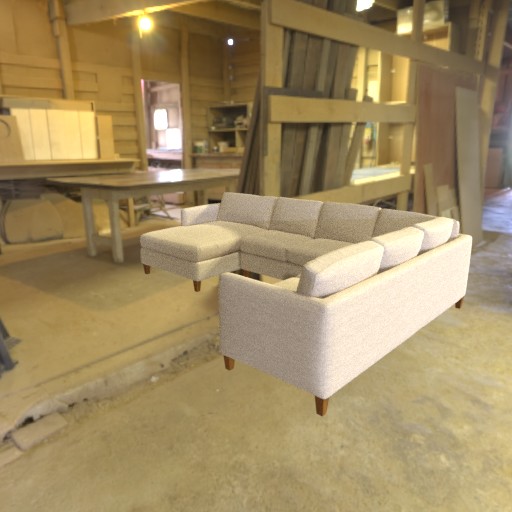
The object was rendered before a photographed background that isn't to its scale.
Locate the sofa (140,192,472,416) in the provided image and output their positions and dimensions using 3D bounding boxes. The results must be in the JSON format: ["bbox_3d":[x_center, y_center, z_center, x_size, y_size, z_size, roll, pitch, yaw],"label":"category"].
[{"bbox_3d":[0.000,0.000,4.607,3.460,0.961,2.594,13,20,41],"label":"sofa"}]
